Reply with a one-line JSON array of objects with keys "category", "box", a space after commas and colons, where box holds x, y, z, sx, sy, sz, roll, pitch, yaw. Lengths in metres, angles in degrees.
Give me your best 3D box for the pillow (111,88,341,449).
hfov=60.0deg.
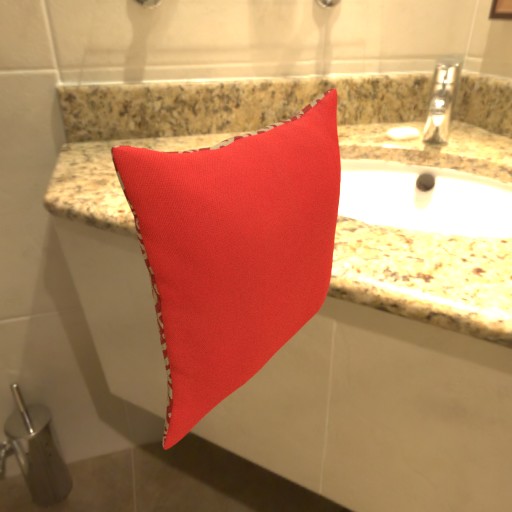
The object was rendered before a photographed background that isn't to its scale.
[{"category": "pillow", "box": [0.000, 0.000, 0.790, 0.192, 0.507, 0.522, 20, 35, 31]}]
